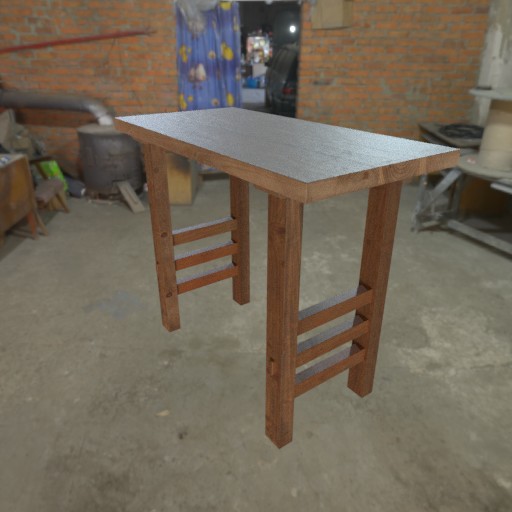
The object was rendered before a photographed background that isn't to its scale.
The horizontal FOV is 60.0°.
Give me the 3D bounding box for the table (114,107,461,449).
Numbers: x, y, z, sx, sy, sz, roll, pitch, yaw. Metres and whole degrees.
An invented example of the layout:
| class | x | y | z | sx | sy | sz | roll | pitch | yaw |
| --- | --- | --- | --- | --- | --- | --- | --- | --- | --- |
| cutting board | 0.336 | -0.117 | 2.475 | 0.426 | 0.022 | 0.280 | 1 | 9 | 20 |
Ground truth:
| class | x | y | z | sx | sy | sz | roll | pitch | yaw |
| --- | --- | --- | --- | --- | --- | --- | --- | --- | --- |
| table | 0.000 | 0.000 | 1.654 | 0.556 | 0.914 | 1.119 | -17 | 30 | -32 |
